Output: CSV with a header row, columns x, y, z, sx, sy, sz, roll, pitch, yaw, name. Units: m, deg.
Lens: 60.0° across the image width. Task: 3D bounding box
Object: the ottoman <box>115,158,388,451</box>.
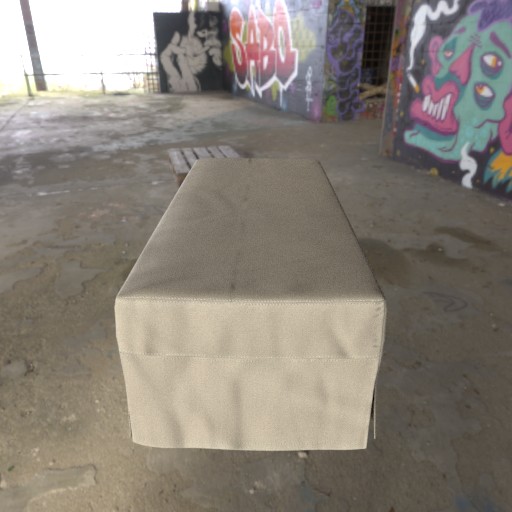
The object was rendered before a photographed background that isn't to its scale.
x,y,z,sx,sy,sz,roll,pitch,yaw,name
0.000,0.000,1.671,0.665,0.457,1.388,0,25,1,ottoman
